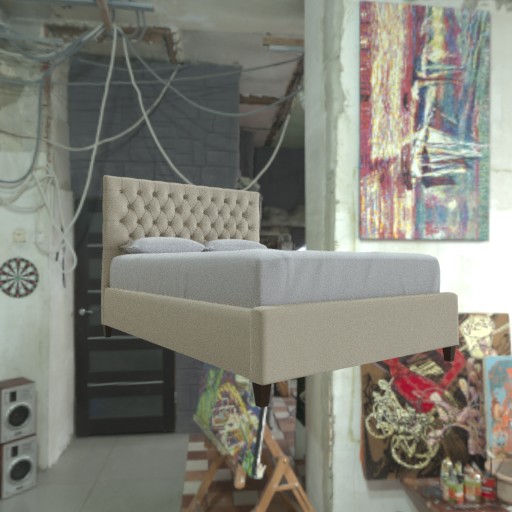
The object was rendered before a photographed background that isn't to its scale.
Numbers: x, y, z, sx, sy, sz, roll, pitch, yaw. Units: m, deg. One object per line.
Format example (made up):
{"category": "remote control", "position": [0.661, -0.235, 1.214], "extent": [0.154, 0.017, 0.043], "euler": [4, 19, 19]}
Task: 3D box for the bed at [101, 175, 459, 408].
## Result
{"category": "bed", "position": [0.000, 0.000, 3.467], "extent": [1.698, 1.427, 2.387], "euler": [0, -1, -36]}
